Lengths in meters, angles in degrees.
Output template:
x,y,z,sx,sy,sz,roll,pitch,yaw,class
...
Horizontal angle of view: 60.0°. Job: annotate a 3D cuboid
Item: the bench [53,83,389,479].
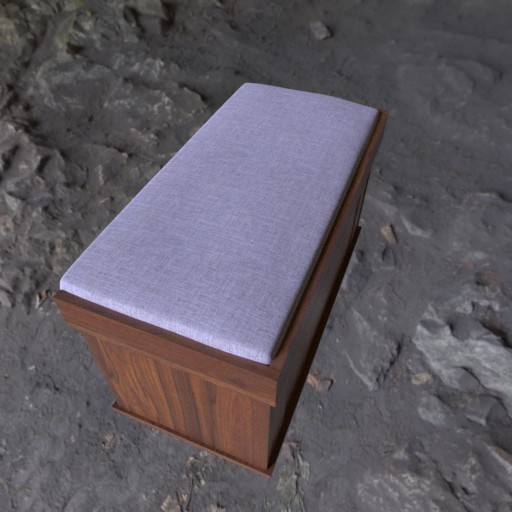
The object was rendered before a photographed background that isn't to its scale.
x,y,z,sx,sy,sz,roll,pitch,yaw,class
0.000,0.000,0.983,0.362,0.461,0.734,17,49,15,bench
